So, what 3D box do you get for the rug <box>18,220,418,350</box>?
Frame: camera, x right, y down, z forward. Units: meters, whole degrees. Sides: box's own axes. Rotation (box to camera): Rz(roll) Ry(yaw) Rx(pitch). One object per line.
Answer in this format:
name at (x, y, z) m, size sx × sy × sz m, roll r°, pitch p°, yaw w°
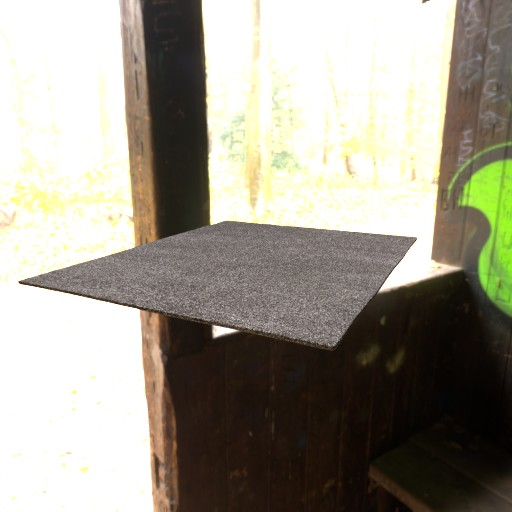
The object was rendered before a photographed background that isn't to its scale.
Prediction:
rug at (0.000, 0.000, 4.011) m, size 2.401 × 0.025 × 3.000 m, roll 7°, pitch 16°, yaw 26°
